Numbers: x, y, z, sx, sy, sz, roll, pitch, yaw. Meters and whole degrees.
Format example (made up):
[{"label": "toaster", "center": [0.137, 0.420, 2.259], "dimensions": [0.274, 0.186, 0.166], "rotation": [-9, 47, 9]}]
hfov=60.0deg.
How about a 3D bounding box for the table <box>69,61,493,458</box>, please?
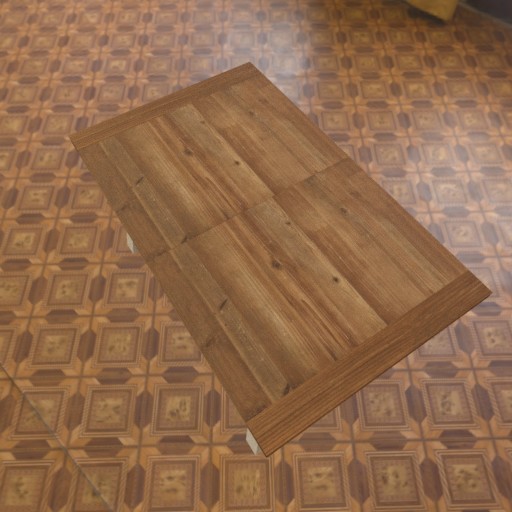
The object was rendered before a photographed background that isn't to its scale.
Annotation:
[{"label": "table", "center": [0.000, 0.000, 2.007], "dimensions": [0.922, 0.743, 1.503], "rotation": [-29, 63, -17]}]
